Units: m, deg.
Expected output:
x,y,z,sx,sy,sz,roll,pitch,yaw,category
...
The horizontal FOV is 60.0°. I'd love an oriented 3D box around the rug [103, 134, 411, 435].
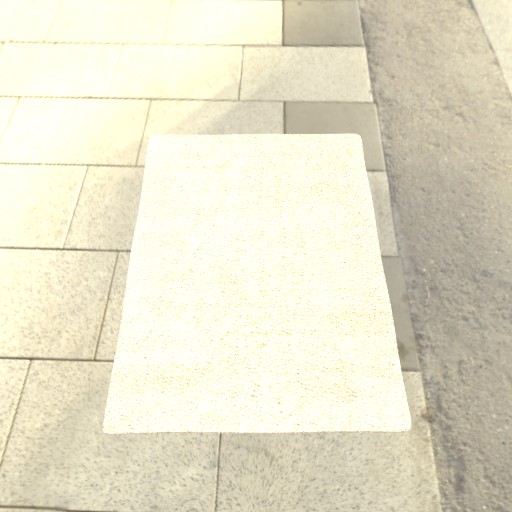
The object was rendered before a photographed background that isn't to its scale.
x,y,z,sx,sy,sz,roll,pitch,yaw,category
0.000,0.000,2.123,1.200,0.027,1.600,0,59,0,rug
